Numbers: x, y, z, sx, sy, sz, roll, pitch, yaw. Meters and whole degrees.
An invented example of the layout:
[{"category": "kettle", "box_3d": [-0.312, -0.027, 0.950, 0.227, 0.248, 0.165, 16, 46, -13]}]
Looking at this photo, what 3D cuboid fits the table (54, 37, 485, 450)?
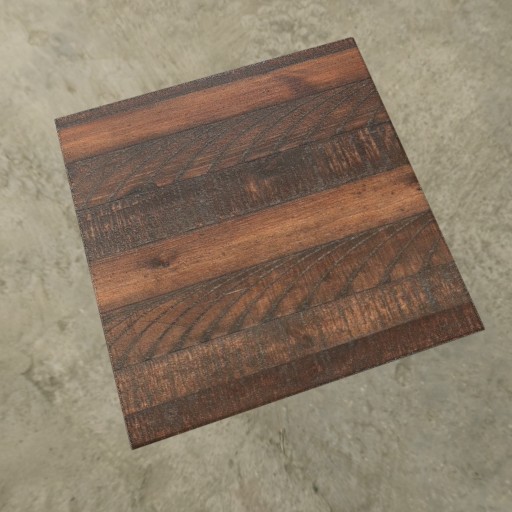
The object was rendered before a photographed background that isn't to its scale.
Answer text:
[{"category": "table", "box_3d": [0.000, 0.000, 0.945, 0.548, 0.482, 0.553, -17, 76, -5]}]
